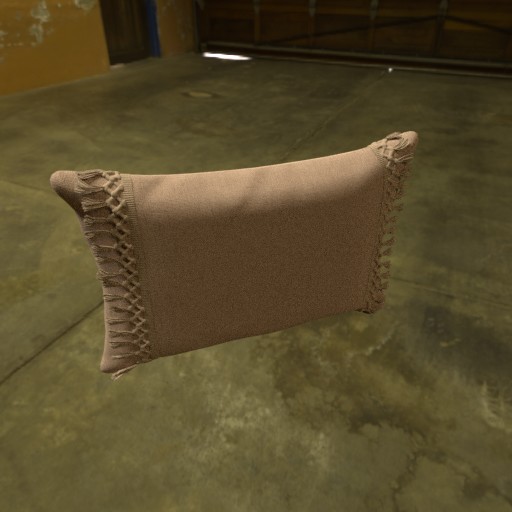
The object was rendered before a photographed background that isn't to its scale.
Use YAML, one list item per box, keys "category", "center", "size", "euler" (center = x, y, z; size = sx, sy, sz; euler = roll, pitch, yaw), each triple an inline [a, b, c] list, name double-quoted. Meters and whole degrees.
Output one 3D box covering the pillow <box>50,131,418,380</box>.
- category: "pillow"
  center: [0.000, 0.000, 0.612]
  size: [0.466, 0.305, 0.084]
  euler: [-10, 33, -16]
